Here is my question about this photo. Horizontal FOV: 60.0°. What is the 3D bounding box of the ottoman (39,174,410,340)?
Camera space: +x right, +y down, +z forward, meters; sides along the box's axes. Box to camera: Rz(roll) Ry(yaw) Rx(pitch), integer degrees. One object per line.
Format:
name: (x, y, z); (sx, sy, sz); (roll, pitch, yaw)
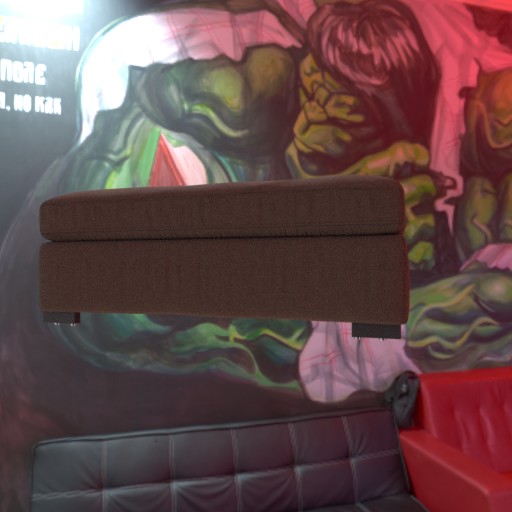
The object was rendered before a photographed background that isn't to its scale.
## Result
ottoman: (0.000, 0.000, 1.842); (1.181, 0.470, 1.181); (0, -1, 17)
